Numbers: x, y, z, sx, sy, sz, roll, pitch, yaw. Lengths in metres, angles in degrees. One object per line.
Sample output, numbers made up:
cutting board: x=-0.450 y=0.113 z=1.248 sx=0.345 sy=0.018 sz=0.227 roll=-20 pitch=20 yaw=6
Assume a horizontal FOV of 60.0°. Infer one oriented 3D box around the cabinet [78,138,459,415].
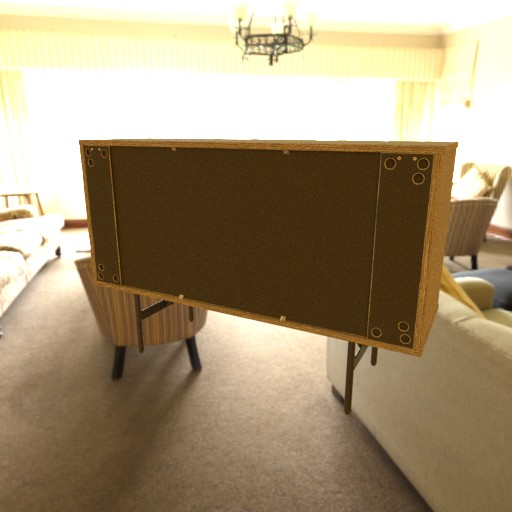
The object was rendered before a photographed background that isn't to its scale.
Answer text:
cabinet: x=0.000 y=0.000 z=1.560 sx=1.194 sy=0.787 sz=0.405 roll=8 pitch=18 yaw=27
